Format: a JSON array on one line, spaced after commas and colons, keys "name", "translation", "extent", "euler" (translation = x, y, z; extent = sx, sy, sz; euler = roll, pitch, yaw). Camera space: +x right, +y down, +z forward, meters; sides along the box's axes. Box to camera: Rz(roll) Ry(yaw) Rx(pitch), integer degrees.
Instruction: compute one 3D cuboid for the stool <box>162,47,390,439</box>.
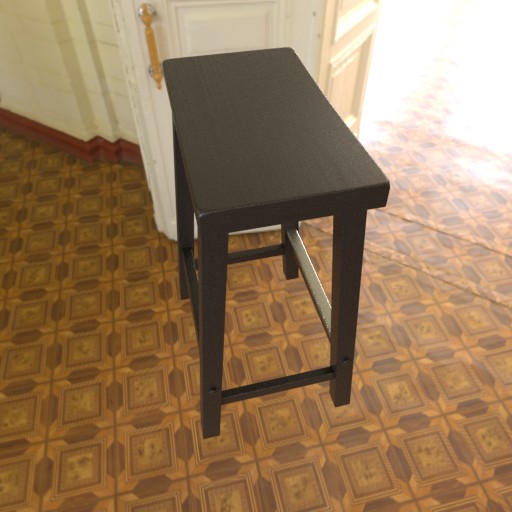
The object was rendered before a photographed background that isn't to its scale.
[{"name": "stool", "translation": [0.000, 0.000, 0.854], "extent": [0.322, 0.610, 0.406], "euler": [-10, 48, -9]}]
